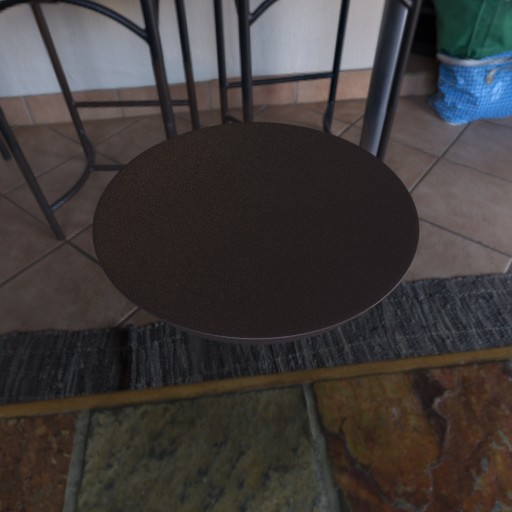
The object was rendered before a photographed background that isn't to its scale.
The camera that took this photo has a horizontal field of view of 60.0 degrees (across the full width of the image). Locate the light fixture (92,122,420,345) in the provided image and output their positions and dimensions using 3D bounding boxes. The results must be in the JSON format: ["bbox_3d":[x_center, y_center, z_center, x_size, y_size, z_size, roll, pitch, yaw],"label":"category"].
[{"bbox_3d":[0.000,0.000,0.438,0.280,0.135,0.280,0,46,0],"label":"light fixture"}]
